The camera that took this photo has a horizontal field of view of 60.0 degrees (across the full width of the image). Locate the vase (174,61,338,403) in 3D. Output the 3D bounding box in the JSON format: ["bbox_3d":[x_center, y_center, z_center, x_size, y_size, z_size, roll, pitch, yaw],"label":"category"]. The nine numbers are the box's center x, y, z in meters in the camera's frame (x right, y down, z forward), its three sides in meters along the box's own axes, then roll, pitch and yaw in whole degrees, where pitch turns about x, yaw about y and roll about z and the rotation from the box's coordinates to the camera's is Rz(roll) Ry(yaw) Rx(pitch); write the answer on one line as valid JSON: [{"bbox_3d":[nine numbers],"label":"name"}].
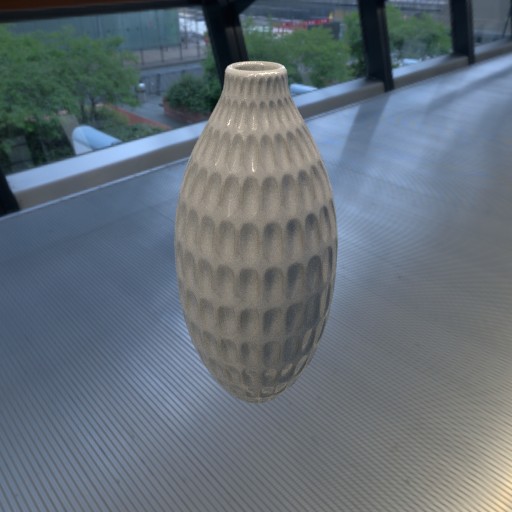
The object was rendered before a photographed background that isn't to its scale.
[{"bbox_3d":[0.000,0.000,0.353,0.127,0.282,0.127,0,33,0],"label":"vase"}]
